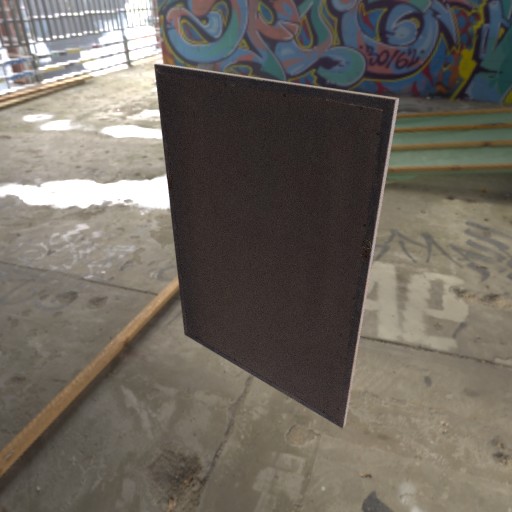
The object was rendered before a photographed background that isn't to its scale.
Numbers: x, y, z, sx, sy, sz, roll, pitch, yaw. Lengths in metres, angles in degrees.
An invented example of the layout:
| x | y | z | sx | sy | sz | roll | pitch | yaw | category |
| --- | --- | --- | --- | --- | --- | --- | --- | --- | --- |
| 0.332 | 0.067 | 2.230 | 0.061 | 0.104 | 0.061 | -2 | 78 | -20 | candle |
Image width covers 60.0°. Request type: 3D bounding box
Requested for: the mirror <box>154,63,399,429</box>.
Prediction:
| x | y | z | sx | sy | sz | roll | pitch | yaw | category |
| --- | --- | --- | --- | --- | --- | --- | --- | --- | --- |
| 0.000 | 0.000 | 1.317 | 0.705 | 0.996 | 0.025 | 22 | 38 | 32 | mirror |
